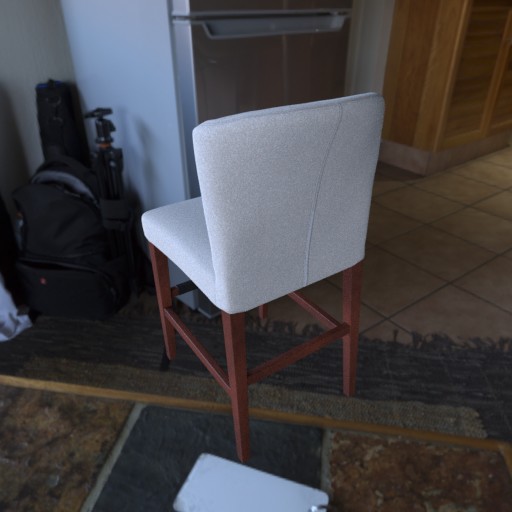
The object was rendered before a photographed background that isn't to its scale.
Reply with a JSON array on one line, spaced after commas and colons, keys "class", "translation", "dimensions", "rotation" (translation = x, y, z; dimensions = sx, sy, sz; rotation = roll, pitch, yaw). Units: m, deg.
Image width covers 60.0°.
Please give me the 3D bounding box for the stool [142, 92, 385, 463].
[{"class": "stool", "translation": [0.000, 0.000, 1.288], "dimensions": [0.479, 0.968, 0.568], "rotation": [-20, 37, -29]}]
